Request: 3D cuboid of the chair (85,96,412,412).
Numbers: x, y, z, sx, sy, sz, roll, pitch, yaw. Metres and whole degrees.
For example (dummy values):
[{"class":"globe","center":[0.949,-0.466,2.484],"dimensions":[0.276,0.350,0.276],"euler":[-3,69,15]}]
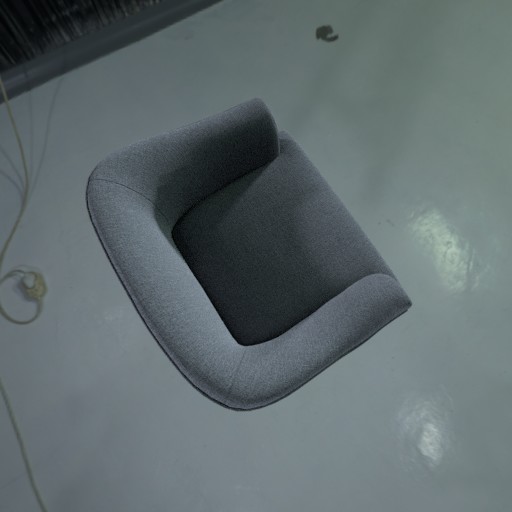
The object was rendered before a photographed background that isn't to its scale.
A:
[{"class":"chair","center":[0.000,0.000,1.441],"dimensions":[0.704,0.815,0.798],"euler":[-32,78,-8]}]
